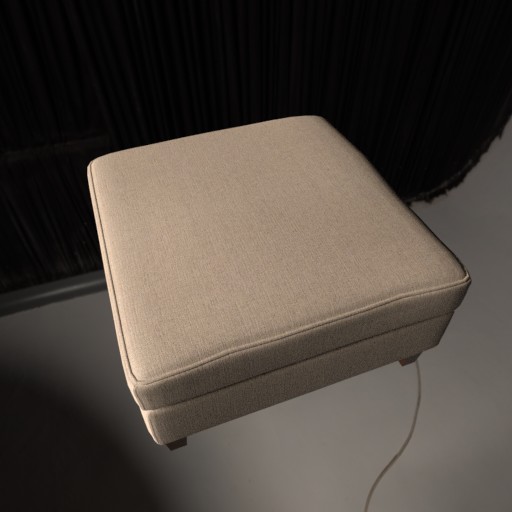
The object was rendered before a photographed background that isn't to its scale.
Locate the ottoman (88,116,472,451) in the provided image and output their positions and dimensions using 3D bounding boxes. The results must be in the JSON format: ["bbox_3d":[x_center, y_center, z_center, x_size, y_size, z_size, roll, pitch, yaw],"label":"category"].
[{"bbox_3d":[0.000,0.000,1.344,0.838,0.481,0.838,-15,48,-14],"label":"ottoman"}]
